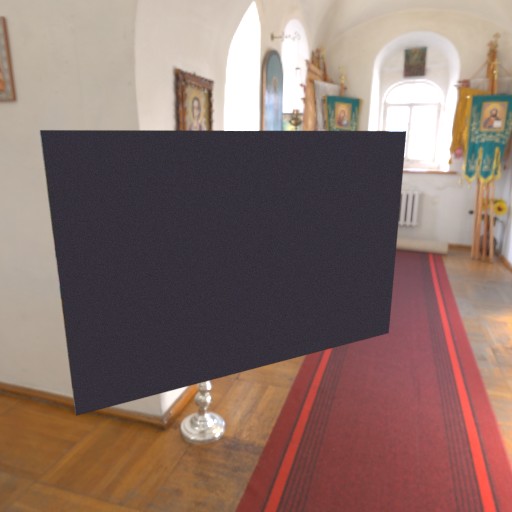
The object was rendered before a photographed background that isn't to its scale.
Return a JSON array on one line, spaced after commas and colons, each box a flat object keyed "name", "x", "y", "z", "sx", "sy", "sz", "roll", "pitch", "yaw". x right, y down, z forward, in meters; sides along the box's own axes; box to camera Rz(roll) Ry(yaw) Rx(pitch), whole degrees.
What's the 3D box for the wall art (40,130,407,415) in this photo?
[{"name": "wall art", "x": 0.000, "y": 0.000, "z": 1.109, "sx": 0.908, "sy": 0.604, "sz": 0.037, "roll": -8, "pitch": 17, "yaw": -26}]
